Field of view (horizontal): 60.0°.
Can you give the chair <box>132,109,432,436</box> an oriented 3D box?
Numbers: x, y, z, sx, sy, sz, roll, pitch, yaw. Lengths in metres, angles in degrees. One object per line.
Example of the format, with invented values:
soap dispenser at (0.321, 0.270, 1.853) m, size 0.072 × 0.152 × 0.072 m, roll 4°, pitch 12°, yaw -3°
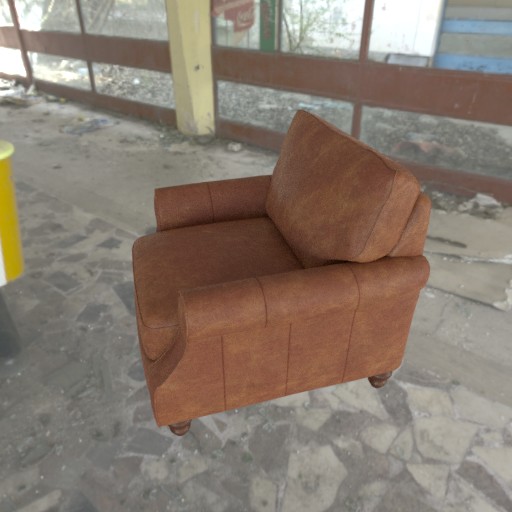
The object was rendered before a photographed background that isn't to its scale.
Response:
chair at (0.000, 0.000, 1.761) m, size 0.986 × 0.962 × 0.983 m, roll -9°, pitch 32°, yaw -14°
